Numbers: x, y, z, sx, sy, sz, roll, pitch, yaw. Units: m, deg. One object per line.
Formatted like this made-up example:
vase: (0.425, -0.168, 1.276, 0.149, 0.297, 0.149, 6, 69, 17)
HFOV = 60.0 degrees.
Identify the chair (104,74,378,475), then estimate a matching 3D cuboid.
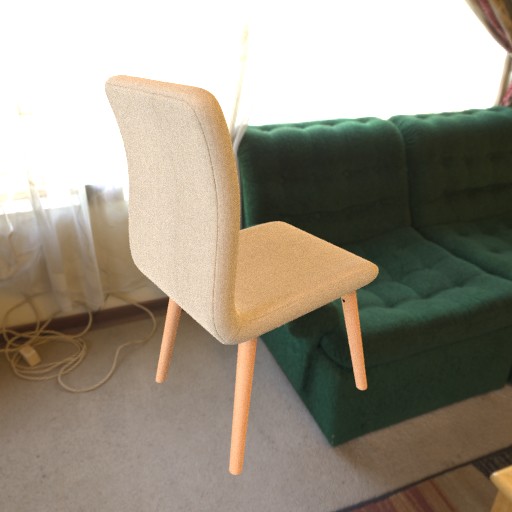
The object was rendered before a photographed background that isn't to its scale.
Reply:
chair: (0.000, 0.000, 1.158, 0.550, 0.885, 0.435, -19, 33, -33)
